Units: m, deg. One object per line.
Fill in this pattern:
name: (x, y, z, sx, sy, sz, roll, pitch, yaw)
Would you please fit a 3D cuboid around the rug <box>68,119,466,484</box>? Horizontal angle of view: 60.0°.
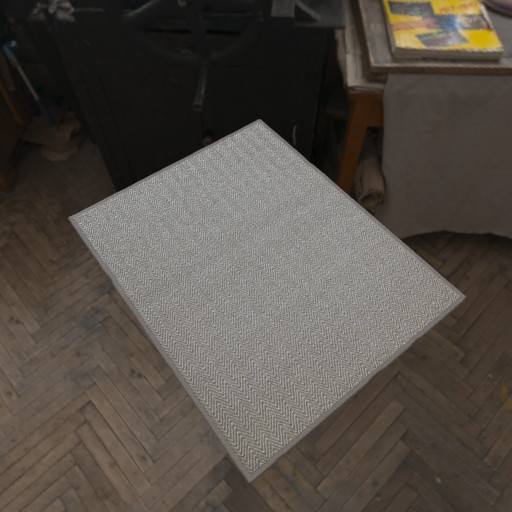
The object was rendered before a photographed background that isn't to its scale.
rug: (0.000, 0.000, 4.184, 2.434, 0.032, 3.007, -33, 63, -19)
